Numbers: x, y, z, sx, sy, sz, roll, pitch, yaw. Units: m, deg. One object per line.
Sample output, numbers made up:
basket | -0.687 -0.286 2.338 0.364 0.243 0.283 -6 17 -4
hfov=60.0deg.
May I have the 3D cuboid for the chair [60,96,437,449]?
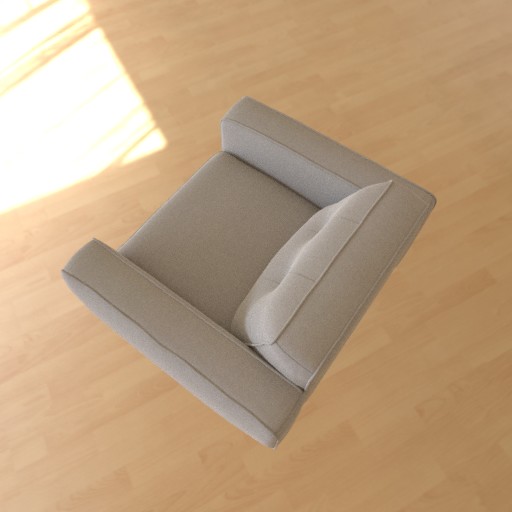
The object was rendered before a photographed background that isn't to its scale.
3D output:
chair | 0.000 0.000 1.771 0.953 0.779 1.115 33 67 16
